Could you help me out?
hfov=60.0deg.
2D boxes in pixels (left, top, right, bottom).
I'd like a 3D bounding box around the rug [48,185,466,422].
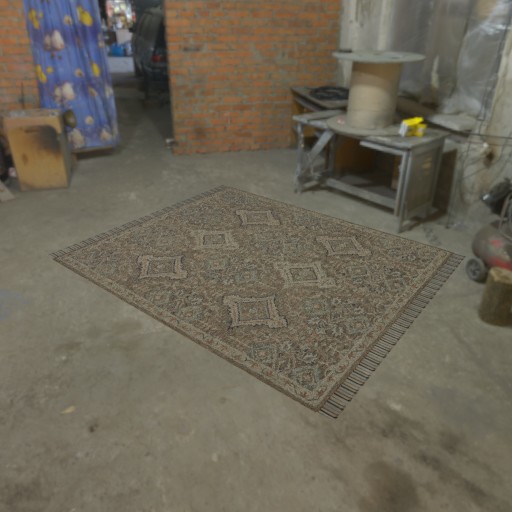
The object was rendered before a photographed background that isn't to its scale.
[{"bbox_3d":[0.000,0.000,4.127,3.056,0.010,2.437,21,35,33],"label":"rug"}]
